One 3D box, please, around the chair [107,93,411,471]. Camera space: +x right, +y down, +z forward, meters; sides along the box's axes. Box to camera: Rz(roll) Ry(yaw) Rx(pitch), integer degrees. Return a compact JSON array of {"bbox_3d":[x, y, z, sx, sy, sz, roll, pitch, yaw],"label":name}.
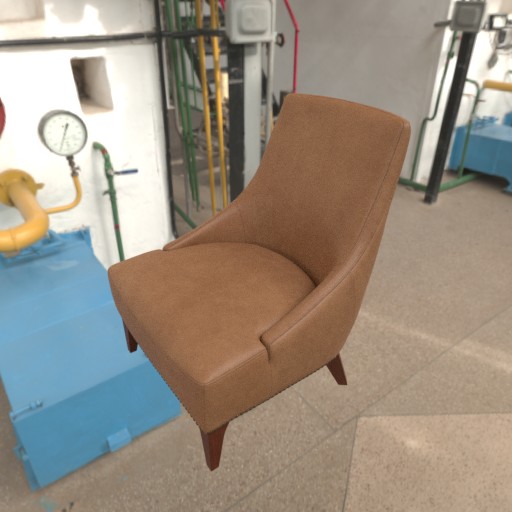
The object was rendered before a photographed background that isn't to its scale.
[{"bbox_3d":[0.000,0.000,1.501,0.861,0.909,0.701,-20,36,-30],"label":"chair"}]
